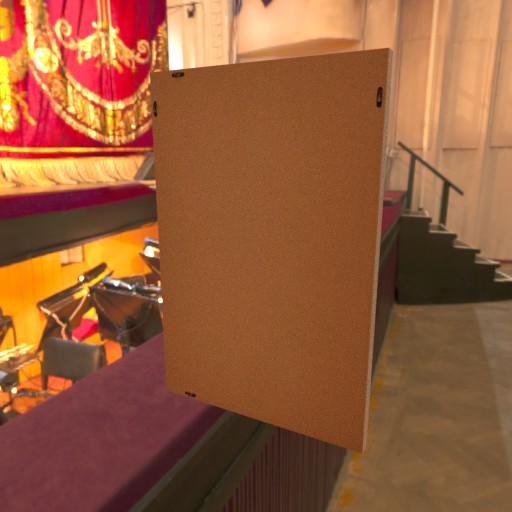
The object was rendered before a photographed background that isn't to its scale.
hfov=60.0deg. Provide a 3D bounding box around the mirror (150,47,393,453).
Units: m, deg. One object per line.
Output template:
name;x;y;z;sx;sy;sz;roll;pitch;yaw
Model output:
mirror;0.000;0.000;1.127;0.609;0.915;0.041;7;15;28
